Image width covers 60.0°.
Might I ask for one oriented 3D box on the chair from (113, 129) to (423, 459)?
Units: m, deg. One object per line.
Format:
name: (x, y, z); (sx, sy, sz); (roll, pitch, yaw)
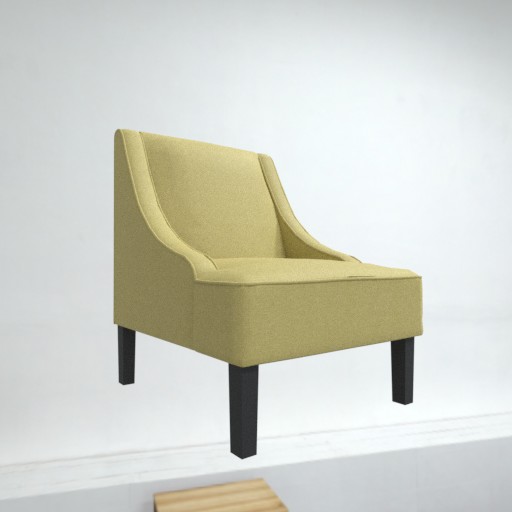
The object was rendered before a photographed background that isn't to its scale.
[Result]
chair: (0.000, 0.000, 1.461); (0.696, 0.896, 0.814); (0, -1, -37)
